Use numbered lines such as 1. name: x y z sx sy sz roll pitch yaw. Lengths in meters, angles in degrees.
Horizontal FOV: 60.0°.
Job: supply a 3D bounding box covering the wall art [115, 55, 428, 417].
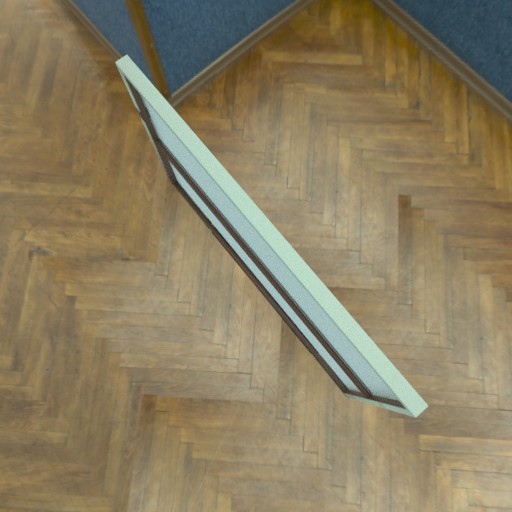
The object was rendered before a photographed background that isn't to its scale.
1. wall art: 0.000 0.000 1.441 0.040 0.765 1.149 -38 79 -9
